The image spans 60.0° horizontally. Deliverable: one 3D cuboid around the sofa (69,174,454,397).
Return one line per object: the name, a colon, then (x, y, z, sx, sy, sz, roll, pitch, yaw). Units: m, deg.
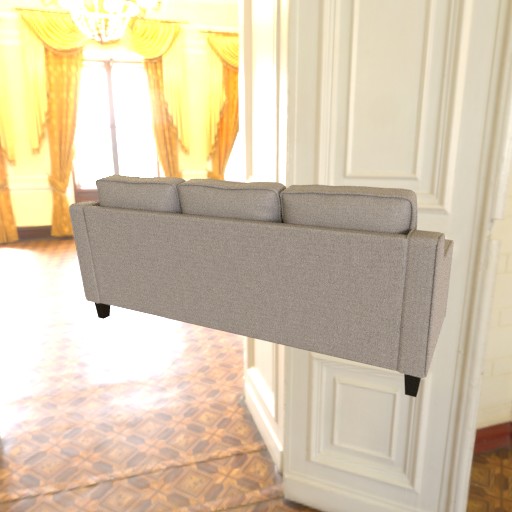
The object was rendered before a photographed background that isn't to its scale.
sofa: (0.000, 0.000, 2.690, 2.129, 0.950, 0.899, 8, 16, 27)
